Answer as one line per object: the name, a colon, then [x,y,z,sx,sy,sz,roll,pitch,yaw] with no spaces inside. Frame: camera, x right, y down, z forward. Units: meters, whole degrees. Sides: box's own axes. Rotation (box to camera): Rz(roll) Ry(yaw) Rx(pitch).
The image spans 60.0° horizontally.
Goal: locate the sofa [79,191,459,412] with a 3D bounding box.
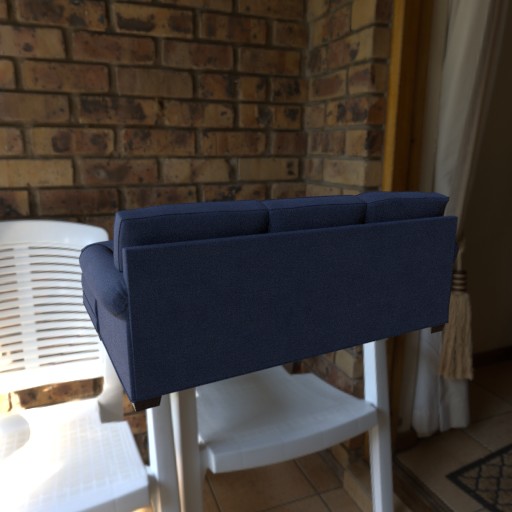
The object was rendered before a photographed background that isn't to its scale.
sofa: [0.000,0.000,3.467,2.567,1.063,1.780,-7,15,-27]
